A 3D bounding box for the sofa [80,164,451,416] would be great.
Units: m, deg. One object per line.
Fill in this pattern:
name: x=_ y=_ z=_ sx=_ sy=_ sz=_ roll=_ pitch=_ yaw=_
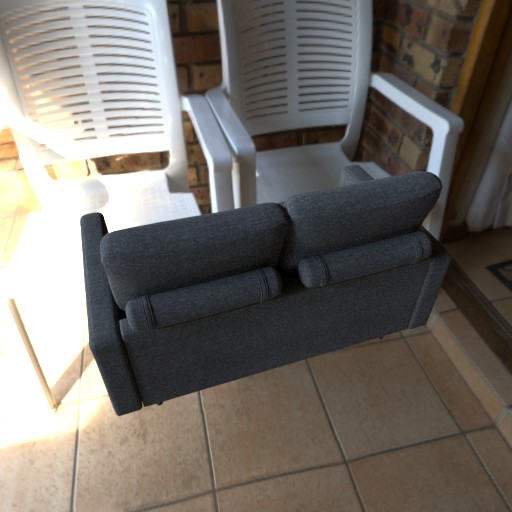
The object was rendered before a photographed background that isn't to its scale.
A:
sofa: x=0.000 y=0.000 z=1.949 sx=1.407 sy=0.907 sz=0.842 roll=-13 pitch=43 yaw=-14
